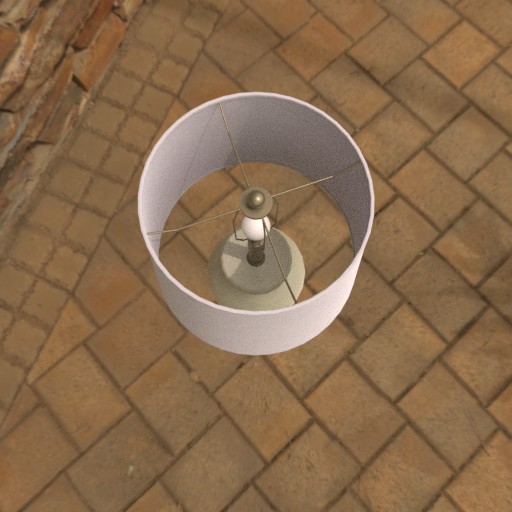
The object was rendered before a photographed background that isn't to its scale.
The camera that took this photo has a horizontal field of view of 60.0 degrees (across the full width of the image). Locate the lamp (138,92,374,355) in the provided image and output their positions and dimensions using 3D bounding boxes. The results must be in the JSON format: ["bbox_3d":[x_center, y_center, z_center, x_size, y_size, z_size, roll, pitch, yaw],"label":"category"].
[{"bbox_3d":[0.000,0.000,0.545,0.239,0.399,0.239,0,76,0],"label":"lamp"}]
